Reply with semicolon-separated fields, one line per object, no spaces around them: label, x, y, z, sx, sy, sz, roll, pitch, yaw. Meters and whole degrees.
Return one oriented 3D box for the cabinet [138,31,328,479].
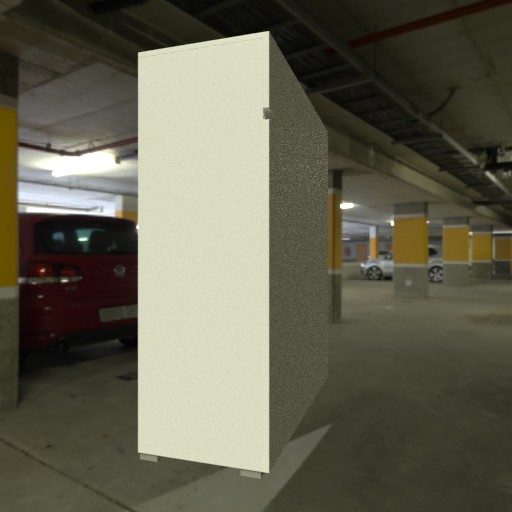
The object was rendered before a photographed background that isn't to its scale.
cabinet;0.000;0.000;1.711;0.400;1.190;1.000;0;0;18
